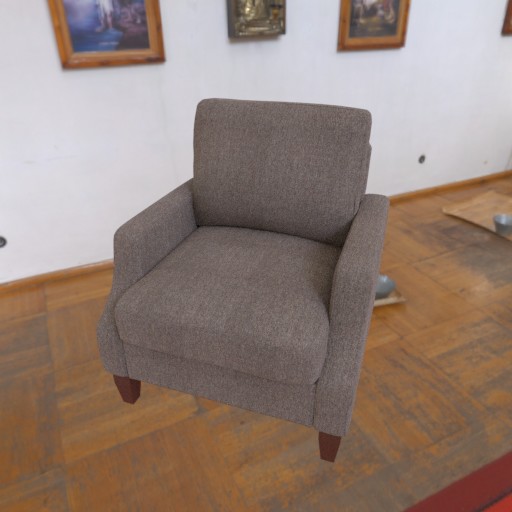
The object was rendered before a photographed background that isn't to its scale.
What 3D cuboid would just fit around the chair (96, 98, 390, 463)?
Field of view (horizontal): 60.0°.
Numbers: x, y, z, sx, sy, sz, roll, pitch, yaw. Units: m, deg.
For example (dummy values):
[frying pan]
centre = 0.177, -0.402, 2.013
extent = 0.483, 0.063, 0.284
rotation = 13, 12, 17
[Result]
[chair]
centre = 0.000, 0.000, 1.610
extent = 0.855, 0.993, 0.897
rotation = 9, 30, 17
